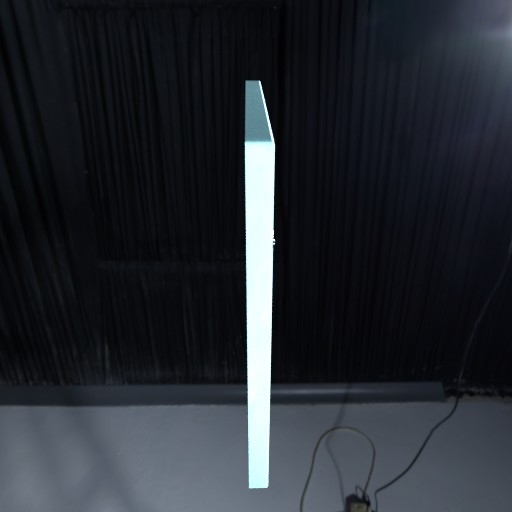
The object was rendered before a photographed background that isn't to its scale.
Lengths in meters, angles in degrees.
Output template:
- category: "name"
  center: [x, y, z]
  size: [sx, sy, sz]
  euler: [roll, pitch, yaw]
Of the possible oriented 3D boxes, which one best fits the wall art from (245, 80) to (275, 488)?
- category: "wall art"
  center: [0.000, 0.000, 1.603]
  size: [0.070, 1.073, 1.071]
  euler: [-1, 28, -1]
